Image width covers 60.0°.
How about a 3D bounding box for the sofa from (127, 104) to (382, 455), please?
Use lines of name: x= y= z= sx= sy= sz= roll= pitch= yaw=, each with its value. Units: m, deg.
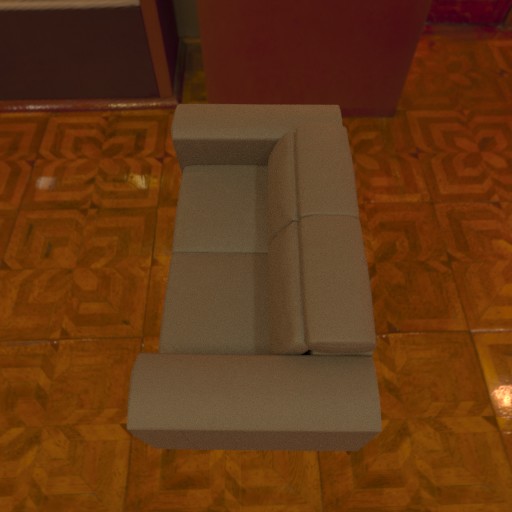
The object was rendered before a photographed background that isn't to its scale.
sofa: x=0.000 y=0.000 z=2.376 sx=1.003 sy=0.779 sz=1.895 roll=1 pitch=58 yaw=0
